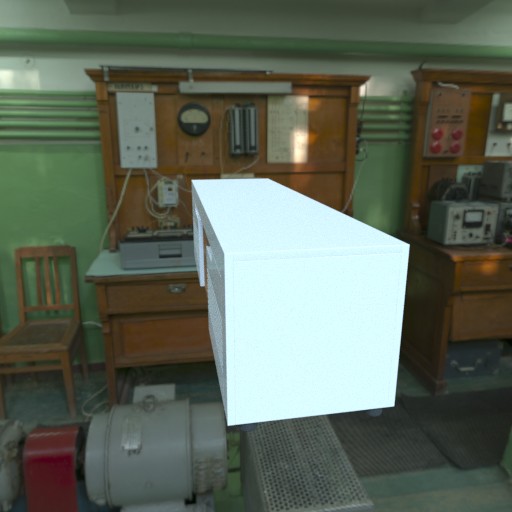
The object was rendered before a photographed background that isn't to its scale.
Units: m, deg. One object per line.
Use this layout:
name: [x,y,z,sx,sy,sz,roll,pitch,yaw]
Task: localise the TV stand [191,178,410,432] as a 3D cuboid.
TV stand: [0.000,0.000,1.709,0.410,0.440,1.500,-3,16,-10]
